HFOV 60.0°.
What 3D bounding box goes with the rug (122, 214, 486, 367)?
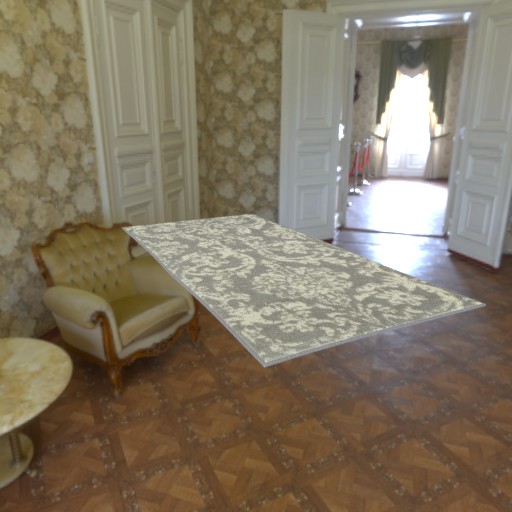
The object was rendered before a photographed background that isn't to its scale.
[{"bbox_3d":[0.000,0.000,1.440,0.604,0.007,1.219,-9,19,-26],"label":"rug"}]
